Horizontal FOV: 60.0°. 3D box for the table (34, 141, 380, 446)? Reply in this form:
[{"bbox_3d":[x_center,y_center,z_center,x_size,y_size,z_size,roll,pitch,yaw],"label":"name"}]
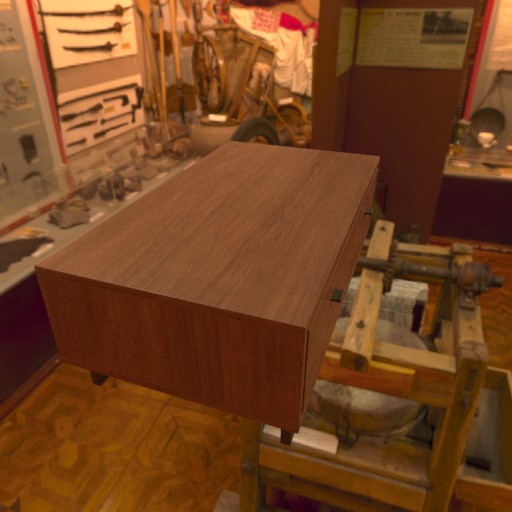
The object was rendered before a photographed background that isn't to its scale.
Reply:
[{"bbox_3d":[0.000,0.000,1.334,0.600,0.380,1.020,10,31,18],"label":"table"}]
